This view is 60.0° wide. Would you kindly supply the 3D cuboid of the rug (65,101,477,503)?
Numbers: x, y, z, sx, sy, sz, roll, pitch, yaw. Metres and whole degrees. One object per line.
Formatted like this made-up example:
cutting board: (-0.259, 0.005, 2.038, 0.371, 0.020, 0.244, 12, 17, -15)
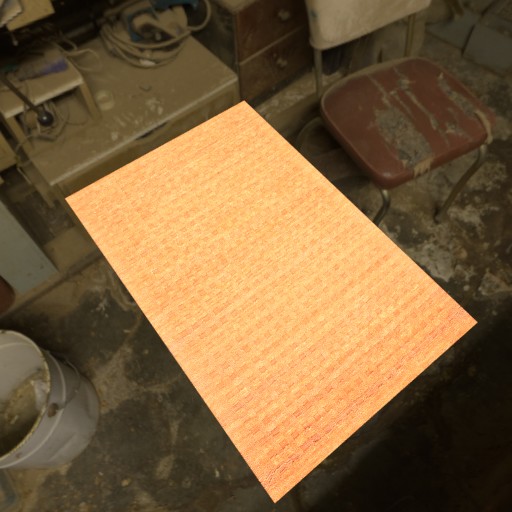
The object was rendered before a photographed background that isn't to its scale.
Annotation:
rug: (0.000, 0.000, 2.814, 1.524, 0.006, 2.285, -34, 67, -17)
